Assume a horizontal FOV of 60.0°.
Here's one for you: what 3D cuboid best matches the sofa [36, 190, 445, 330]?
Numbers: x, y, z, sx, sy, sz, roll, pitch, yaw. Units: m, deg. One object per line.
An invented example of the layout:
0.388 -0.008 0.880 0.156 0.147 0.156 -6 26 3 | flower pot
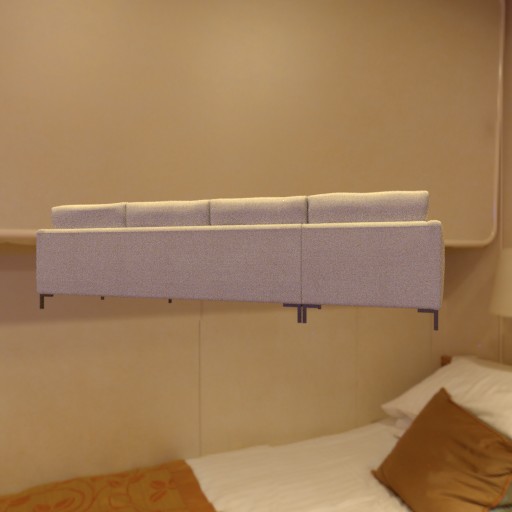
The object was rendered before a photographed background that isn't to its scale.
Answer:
0.000 0.000 3.599 2.737 0.756 1.879 0 0 19 | sofa
